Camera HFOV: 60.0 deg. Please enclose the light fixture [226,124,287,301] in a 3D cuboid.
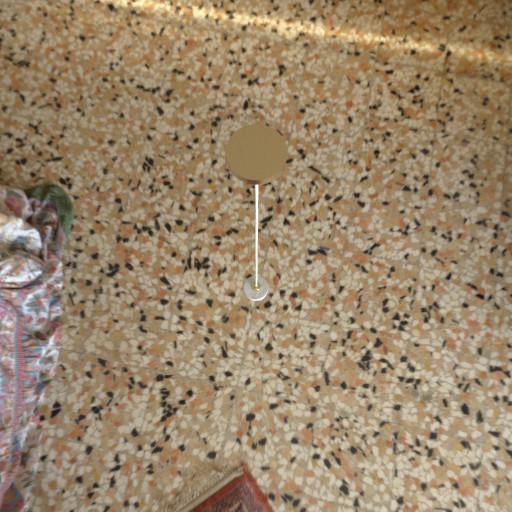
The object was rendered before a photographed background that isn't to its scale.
[{"bbox_3d":[0.000,0.000,1.673,0.129,1.669,0.129,21,77,5],"label":"light fixture"}]
